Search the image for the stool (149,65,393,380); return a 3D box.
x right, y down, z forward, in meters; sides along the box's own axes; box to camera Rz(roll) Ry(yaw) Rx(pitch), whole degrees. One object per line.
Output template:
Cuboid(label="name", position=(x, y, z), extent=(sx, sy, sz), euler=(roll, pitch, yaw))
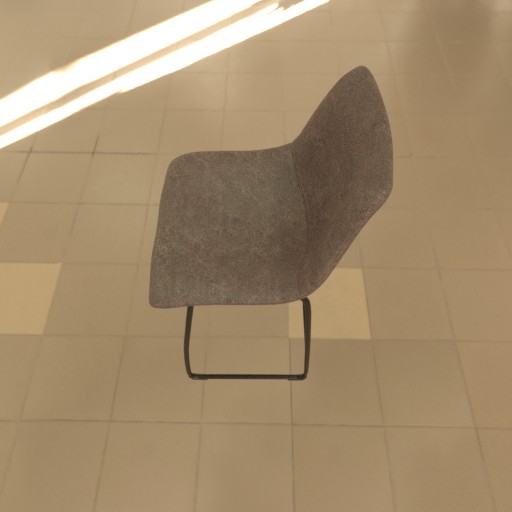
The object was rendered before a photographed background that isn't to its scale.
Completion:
Cuboid(label="stool", position=(0.000, 0.000, 1.373), extent=(0.561, 1.082, 0.514), euler=(0, 58, 0))
